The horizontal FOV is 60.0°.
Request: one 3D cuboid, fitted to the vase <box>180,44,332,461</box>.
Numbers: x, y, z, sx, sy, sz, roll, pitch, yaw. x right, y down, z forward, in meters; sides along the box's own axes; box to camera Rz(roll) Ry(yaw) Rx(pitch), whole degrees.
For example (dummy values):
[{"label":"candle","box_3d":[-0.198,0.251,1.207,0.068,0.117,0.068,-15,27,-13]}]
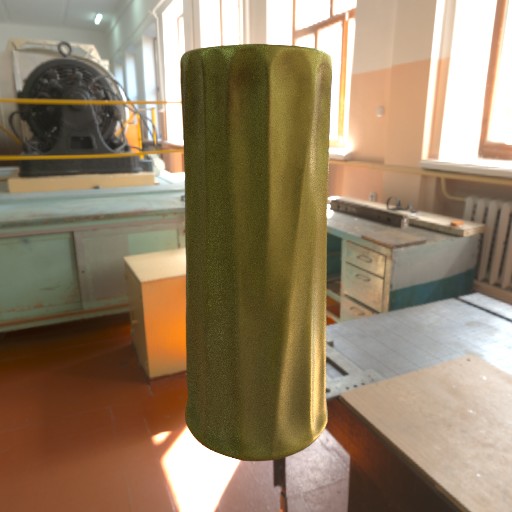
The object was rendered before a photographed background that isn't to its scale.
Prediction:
[{"label":"vase","box_3d":[0.000,0.000,0.173,0.061,0.143,0.061,0,16,0]}]
